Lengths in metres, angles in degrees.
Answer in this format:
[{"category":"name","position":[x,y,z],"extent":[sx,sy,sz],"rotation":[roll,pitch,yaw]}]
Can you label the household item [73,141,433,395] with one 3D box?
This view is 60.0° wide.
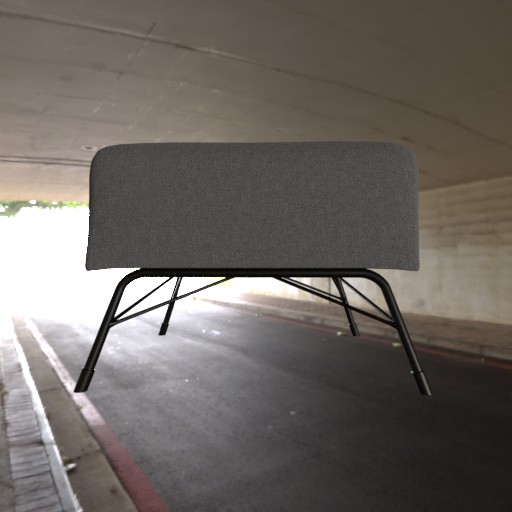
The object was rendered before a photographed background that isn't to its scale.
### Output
[{"category":"household item","position":[0.000,0.000,0.912],"extent":[0.530,0.410,0.530],"rotation":[0,-1,1]}]
